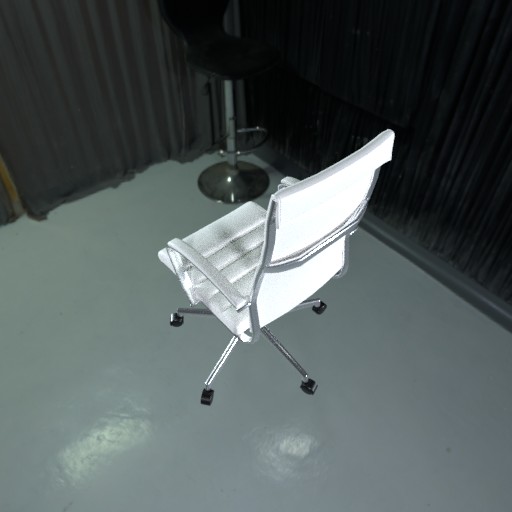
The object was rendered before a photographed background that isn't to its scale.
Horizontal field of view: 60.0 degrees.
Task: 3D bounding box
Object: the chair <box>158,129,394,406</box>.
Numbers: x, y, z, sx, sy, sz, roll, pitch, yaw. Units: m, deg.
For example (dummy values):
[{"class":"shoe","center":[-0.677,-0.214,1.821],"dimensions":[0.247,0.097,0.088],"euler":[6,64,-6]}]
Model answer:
[{"class":"chair","center":[0.000,0.000,1.666],"dimensions":[0.766,1.149,0.739],"euler":[-33,54,-28]}]
